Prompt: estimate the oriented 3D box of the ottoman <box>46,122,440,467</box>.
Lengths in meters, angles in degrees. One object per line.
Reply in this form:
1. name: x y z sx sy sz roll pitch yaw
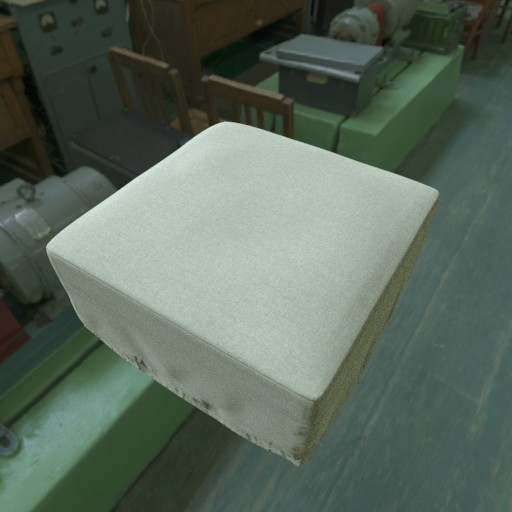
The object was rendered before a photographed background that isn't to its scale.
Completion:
1. ottoman: 0.000 0.000 1.369 0.840 0.436 0.843 25 50 23
